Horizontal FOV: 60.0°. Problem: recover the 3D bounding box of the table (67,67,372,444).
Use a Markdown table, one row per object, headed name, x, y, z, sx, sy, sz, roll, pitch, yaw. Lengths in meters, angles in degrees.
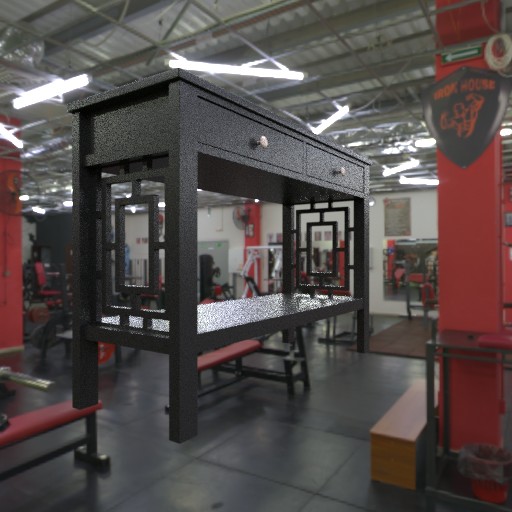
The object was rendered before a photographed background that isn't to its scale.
| name | x | y | z | sx | sy | sz | roll | pitch | yaw |
| --- | --- | --- | --- | --- | --- | --- | --- | --- | --- |
| table | 0.000 | 0.000 | 1.423 | 0.397 | 0.753 | 1.068 | 0 | 0 | 35 |
